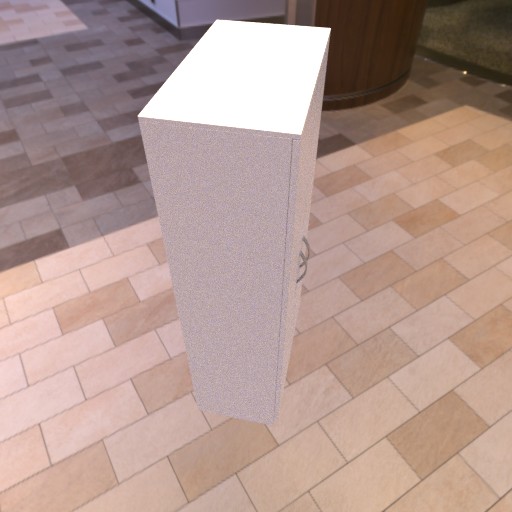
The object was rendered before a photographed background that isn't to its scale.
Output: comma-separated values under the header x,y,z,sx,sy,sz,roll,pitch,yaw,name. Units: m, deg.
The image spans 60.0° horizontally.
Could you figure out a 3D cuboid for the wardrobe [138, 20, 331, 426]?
x,y,z,sx,sy,sz,roll,pitch,yaw,name
0.000,0.000,1.993,0.470,1.700,0.760,9,46,9,wardrobe
